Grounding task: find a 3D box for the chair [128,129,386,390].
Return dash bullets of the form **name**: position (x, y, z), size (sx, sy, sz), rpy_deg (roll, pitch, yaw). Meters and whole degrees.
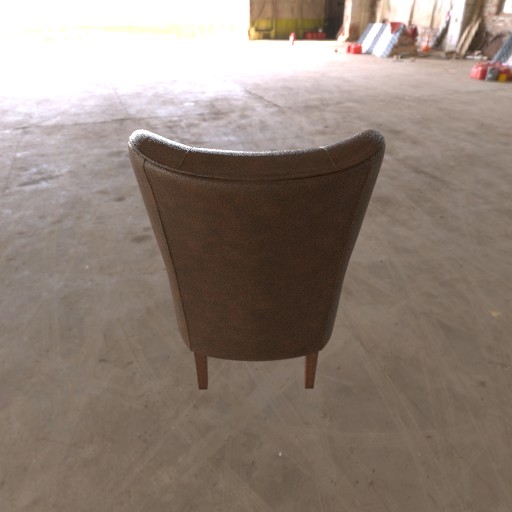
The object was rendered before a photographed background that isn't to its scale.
- **chair**: position (0.000, 0.000, 1.645), size (0.692, 1.048, 0.914), rpy_deg (0, 30, -1)
